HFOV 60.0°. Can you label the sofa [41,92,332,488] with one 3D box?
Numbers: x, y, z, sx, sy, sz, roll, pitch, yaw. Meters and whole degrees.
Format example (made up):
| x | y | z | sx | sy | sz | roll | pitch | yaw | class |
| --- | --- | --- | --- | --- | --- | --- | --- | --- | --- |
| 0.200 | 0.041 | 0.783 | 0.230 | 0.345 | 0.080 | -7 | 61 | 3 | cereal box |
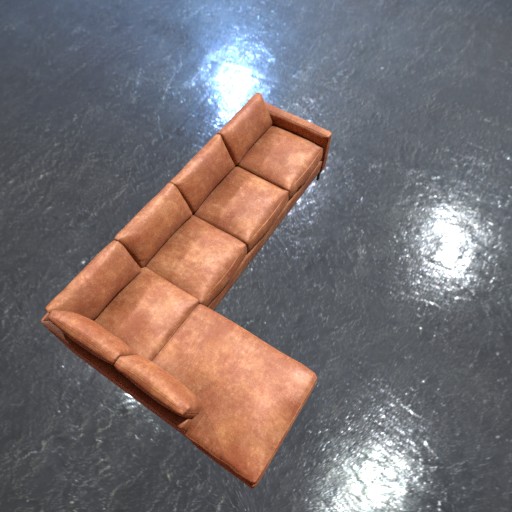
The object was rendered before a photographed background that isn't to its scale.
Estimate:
| x | y | z | sx | sy | sz | roll | pitch | yaw | class |
| --- | --- | --- | --- | --- | --- | --- | --- | --- | --- |
| 0.000 | 0.000 | 3.818 | 1.938 | 0.877 | 2.984 | 29 | 63 | 16 | sofa |
